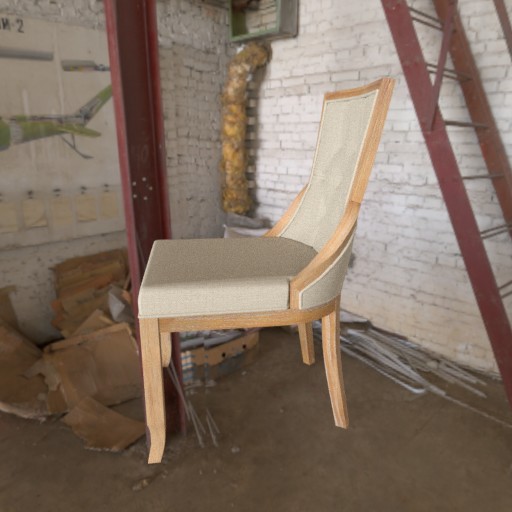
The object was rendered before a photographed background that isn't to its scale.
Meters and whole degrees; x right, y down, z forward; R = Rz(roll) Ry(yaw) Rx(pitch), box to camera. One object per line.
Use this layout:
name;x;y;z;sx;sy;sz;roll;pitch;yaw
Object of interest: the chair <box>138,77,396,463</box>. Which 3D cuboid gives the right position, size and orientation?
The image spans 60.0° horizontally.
chair;0.000;0.000;1.311;0.641;0.947;0.524;-2;16;-8
